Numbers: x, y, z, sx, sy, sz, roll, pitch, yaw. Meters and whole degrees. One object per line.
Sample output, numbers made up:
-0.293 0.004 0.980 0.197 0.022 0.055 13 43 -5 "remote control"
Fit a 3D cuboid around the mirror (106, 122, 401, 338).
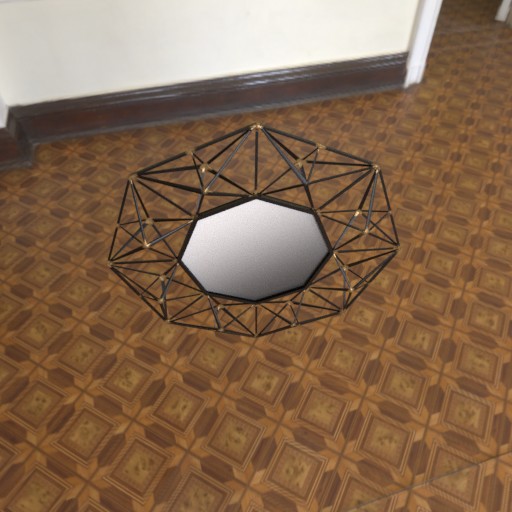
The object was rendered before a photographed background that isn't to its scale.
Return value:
0.000 0.000 1.069 0.710 0.710 0.094 -3 47 -3 "mirror"
